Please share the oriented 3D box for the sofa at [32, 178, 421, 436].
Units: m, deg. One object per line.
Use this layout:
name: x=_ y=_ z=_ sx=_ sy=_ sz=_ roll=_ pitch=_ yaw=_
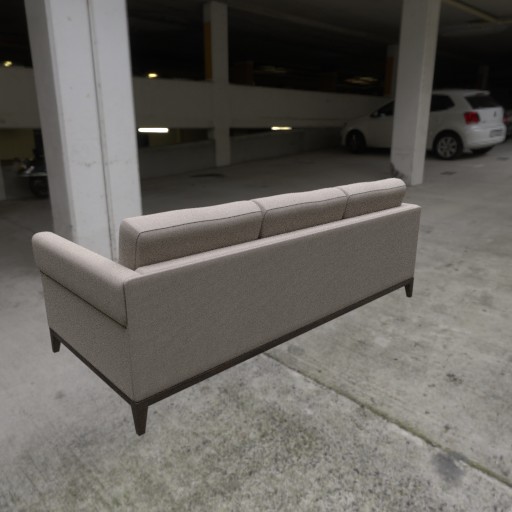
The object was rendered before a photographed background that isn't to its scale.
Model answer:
sofa: x=0.000 y=0.000 z=2.673 sx=2.210 sy=0.838 sz=0.959 roll=-15 pitch=22 yaw=-41
